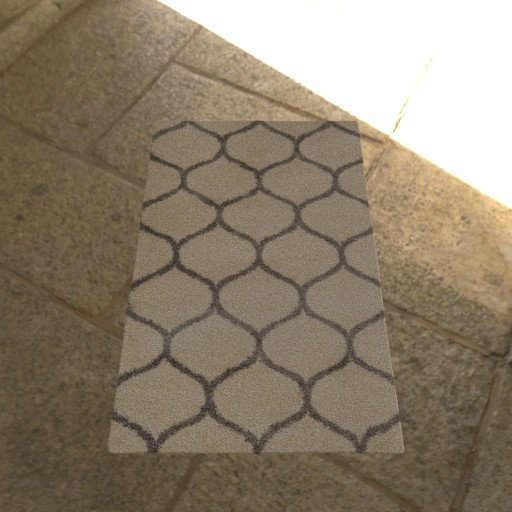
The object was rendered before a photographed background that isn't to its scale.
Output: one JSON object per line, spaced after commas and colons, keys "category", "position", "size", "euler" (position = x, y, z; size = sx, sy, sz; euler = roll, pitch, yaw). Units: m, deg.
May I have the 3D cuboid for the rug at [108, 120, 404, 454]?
{"category": "rug", "position": [0.000, 0.000, 3.305], "size": [1.801, 0.026, 2.701], "euler": [0, 62, 0]}
